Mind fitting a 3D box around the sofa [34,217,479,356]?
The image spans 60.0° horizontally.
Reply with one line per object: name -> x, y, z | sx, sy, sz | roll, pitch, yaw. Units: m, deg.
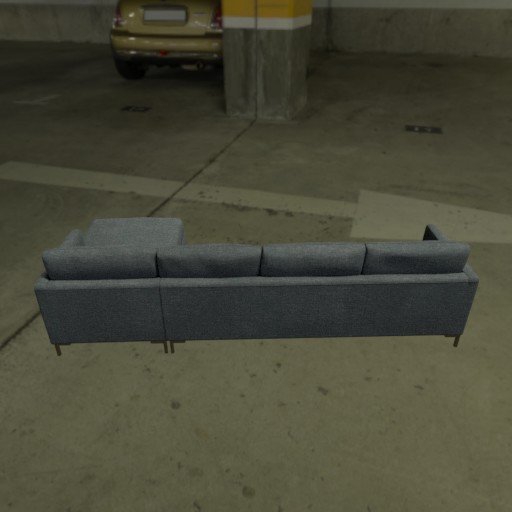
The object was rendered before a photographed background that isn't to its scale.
sofa -> 0.000, 0.000, 3.509 | 2.932, 0.810, 1.350 | -1, 31, -2
